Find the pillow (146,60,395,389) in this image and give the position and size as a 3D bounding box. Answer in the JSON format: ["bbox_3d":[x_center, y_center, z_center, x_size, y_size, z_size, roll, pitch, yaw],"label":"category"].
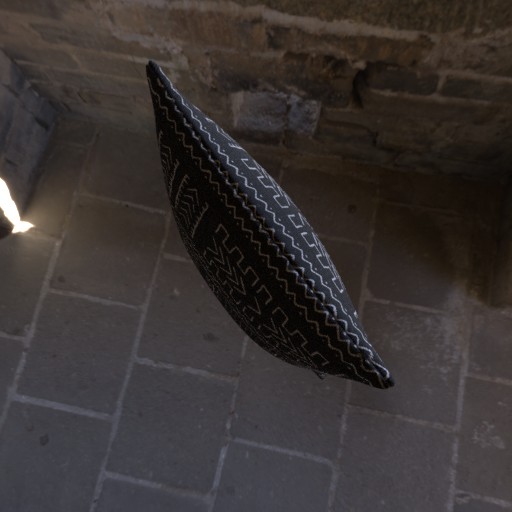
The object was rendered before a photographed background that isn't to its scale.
[{"bbox_3d":[0.000,0.000,0.656,0.164,0.430,0.438,-34,79,-8],"label":"pillow"}]
